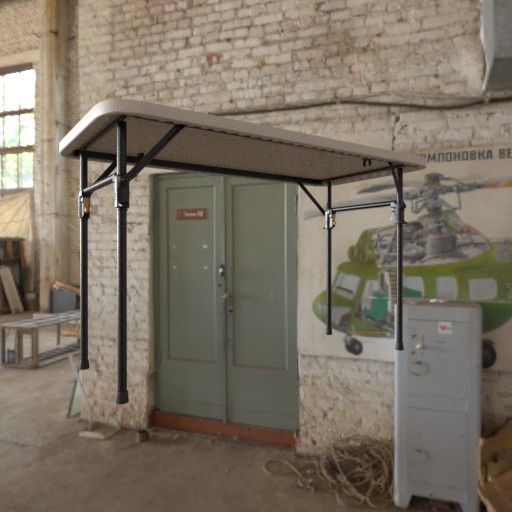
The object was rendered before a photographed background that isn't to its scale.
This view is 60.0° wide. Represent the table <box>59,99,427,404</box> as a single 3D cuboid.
[{"bbox_3d":[0.000,0.000,1.577,1.219,0.729,0.610,0,0,-34],"label":"table"}]
